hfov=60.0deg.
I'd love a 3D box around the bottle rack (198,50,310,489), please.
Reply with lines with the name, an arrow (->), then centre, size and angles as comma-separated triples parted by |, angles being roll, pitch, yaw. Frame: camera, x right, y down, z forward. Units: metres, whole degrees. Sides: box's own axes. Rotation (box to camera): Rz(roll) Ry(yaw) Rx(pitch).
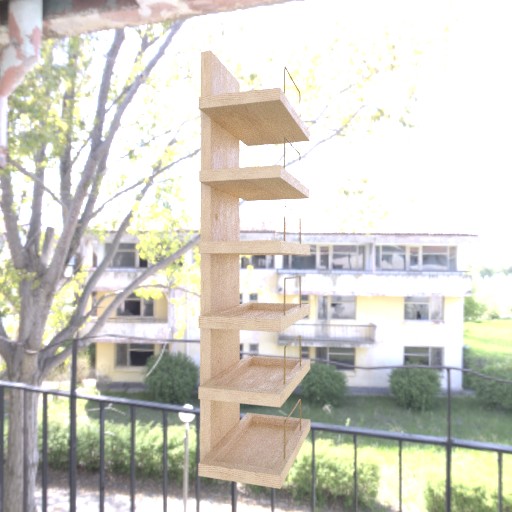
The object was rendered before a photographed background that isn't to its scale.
bottle rack -> 0.000, 0.000, 1.083 | 0.206, 0.943, 0.330 | 0, -1, 17
